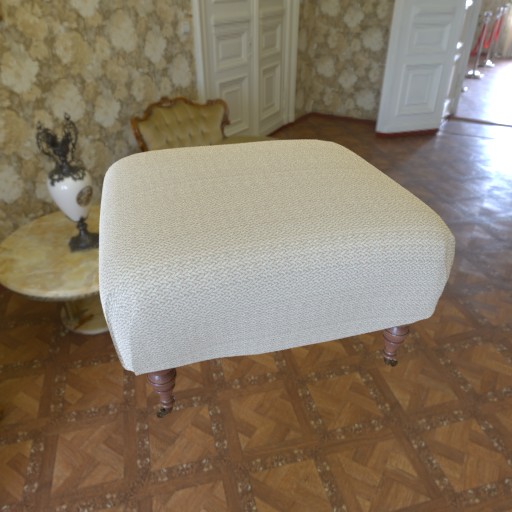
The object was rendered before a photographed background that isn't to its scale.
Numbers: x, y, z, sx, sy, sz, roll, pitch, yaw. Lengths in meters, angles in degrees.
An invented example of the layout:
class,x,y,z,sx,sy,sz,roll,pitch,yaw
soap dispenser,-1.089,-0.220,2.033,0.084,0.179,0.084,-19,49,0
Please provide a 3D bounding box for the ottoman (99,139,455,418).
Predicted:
class,x,y,z,sx,sy,sz,roll,pitch,yaw
ottoman,0.000,0.000,1.075,0.684,0.447,0.622,-8,33,-13
